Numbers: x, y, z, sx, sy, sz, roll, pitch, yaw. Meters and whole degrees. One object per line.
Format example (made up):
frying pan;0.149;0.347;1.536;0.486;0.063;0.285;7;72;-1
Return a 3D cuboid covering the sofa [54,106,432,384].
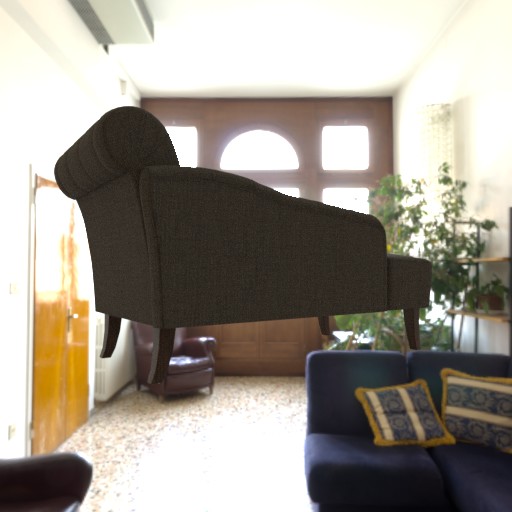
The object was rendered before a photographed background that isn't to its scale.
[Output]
sofa;0.000;0.000;1.751;1.379;0.787;0.675;2;-3;-35
